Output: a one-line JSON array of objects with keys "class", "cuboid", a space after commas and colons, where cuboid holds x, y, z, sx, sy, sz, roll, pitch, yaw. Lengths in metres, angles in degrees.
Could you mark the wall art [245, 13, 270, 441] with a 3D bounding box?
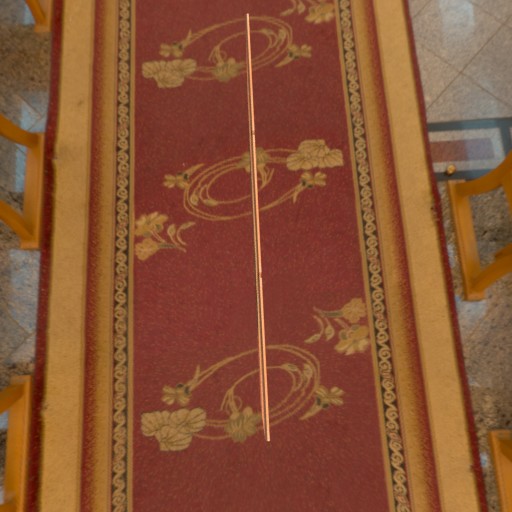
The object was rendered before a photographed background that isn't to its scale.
[{"class": "wall art", "cuboid": [0.000, 0.000, 2.240, 0.013, 1.525, 1.520, -3, 76, -1]}]
